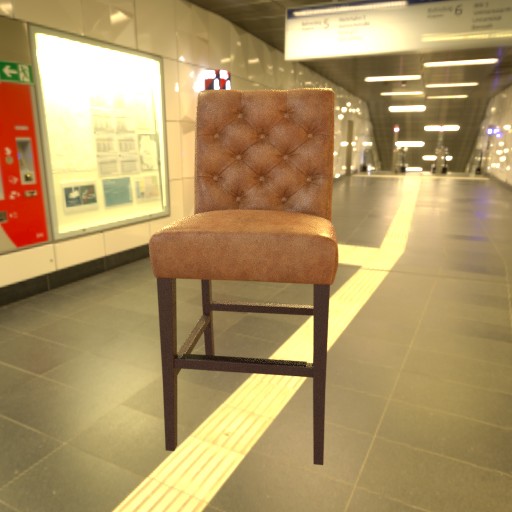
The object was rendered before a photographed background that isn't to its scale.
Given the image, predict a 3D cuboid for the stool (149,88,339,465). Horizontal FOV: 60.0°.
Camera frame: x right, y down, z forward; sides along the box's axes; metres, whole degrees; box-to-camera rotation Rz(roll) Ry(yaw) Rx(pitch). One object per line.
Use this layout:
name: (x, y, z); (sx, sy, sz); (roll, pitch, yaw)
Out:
stool: (0.000, 0.000, 1.403); (0.493, 1.047, 0.601); (2, 15, 7)
